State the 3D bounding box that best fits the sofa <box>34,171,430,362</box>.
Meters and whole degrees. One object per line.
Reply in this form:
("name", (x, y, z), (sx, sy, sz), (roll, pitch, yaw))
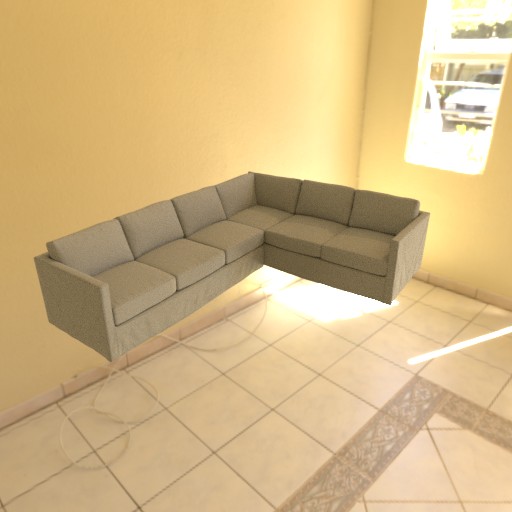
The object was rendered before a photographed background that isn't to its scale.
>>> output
("sofa", (0.000, 0.000, 4.408), (2.432, 0.871, 3.182), (17, 30, 32))
